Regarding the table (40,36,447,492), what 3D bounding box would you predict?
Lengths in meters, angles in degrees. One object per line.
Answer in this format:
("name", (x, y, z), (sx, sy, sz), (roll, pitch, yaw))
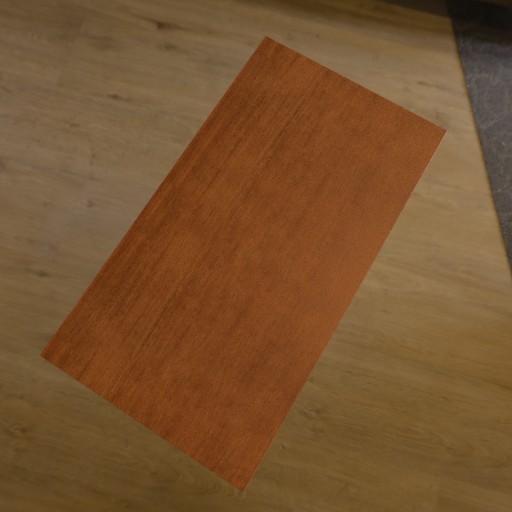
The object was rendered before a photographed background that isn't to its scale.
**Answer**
("table", (0.000, 0.000, 1.282), (0.549, 0.419, 1.000), (31, 79, 7))
